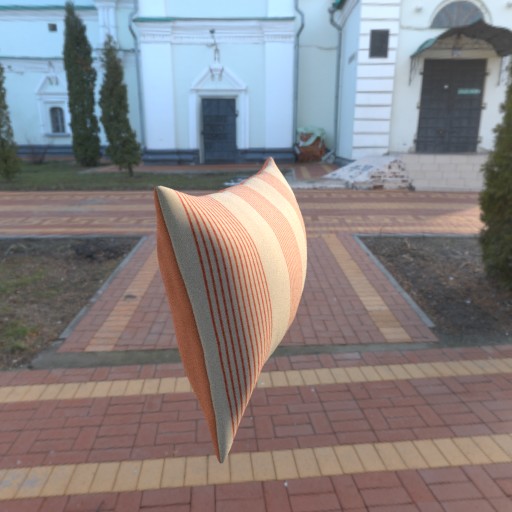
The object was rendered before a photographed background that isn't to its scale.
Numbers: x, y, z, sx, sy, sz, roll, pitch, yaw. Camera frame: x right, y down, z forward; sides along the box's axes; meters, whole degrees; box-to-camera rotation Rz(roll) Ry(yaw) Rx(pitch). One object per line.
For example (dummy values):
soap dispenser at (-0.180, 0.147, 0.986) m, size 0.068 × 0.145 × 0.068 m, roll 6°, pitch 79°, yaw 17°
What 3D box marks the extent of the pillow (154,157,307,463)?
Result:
pillow at (0.000, 0.000, 0.721) m, size 0.156 × 0.292 × 0.608 m, roll 3°, pitch 16°, yaw 11°
